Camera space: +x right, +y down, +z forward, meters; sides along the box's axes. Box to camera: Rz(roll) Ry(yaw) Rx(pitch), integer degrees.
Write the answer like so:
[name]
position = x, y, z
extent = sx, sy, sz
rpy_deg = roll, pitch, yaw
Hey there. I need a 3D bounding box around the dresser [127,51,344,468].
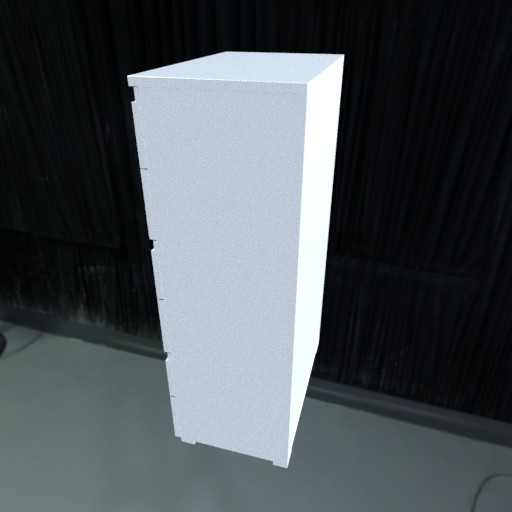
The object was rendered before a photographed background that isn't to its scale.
[dresser]
position = 0.000, 0.000, 1.485
extent = 0.400, 1.190, 0.650
rpy_deg = 8, 30, 14
